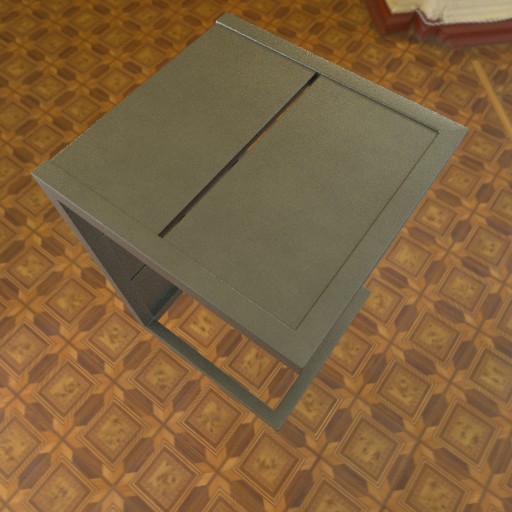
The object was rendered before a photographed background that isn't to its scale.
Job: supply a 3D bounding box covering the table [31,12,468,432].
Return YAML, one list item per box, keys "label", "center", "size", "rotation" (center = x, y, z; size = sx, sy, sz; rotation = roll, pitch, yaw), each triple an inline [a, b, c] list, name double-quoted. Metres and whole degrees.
- label: "table"
  center: [0.000, 0.000, 0.854]
  size: [0.420, 0.609, 0.405]
  rotation: [33, 67, 16]
